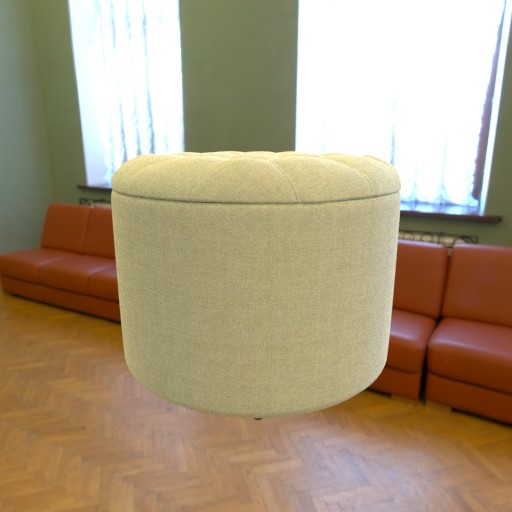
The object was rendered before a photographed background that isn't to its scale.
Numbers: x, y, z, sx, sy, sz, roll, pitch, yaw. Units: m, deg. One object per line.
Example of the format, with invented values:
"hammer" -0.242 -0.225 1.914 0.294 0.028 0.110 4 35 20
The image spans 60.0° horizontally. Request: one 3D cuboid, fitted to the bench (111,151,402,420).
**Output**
"bench" 0.000 0.000 0.996 0.600 0.453 0.600 0 15 0
